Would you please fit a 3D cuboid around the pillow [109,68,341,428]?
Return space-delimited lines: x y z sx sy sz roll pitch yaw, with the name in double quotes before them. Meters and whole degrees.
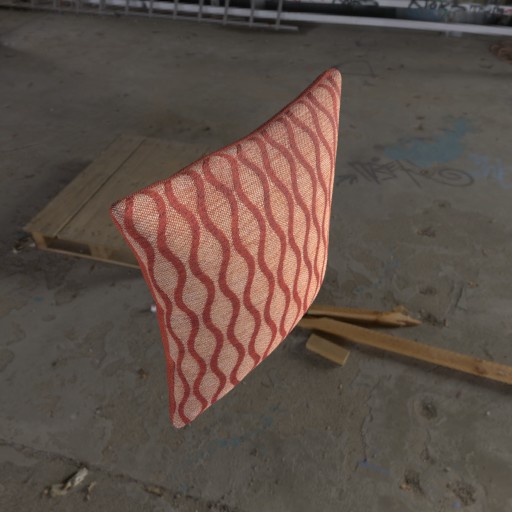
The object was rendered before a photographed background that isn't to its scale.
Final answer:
"pillow" 0.000 0.000 0.670 0.159 0.434 0.429 25 48 25
